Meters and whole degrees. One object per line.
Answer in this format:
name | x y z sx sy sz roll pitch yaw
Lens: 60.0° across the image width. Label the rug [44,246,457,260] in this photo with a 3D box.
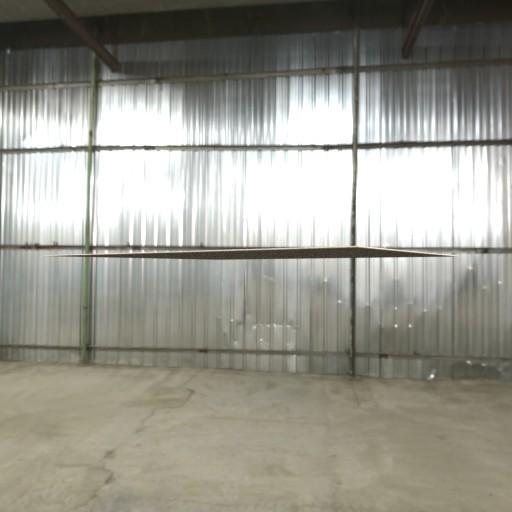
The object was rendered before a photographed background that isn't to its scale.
rug | 0.000 0.000 4.137 3.045 0.008 2.421 -1 -2 36
